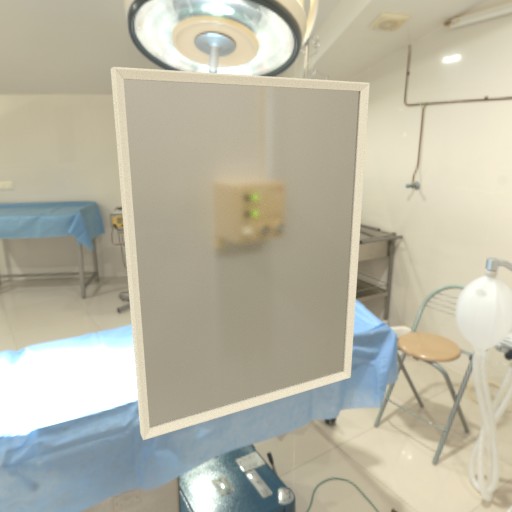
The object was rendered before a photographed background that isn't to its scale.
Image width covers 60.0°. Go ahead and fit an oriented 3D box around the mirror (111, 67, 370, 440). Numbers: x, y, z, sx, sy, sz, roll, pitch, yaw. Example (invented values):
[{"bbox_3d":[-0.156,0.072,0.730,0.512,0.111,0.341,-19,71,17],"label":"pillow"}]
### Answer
[{"bbox_3d":[0.000,0.000,1.346,0.762,1.016,0.041,-8,17,-26],"label":"mirror"}]
